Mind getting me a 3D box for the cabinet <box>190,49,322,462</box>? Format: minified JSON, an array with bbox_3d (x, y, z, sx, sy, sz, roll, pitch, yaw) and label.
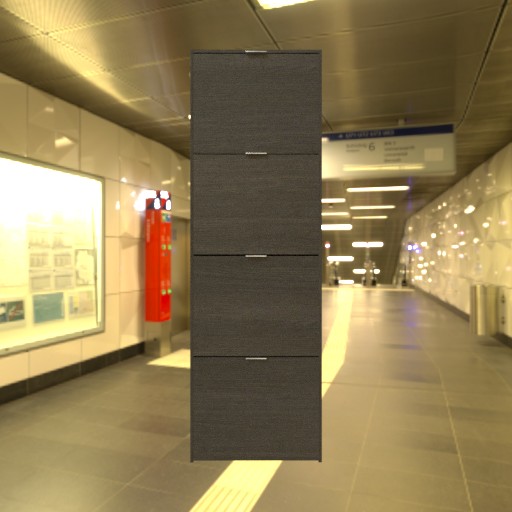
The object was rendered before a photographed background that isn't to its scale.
[{"bbox_3d":[0.000,0.000,1.857,0.520,1.630,0.255,0,0,0],"label":"cabinet"}]
